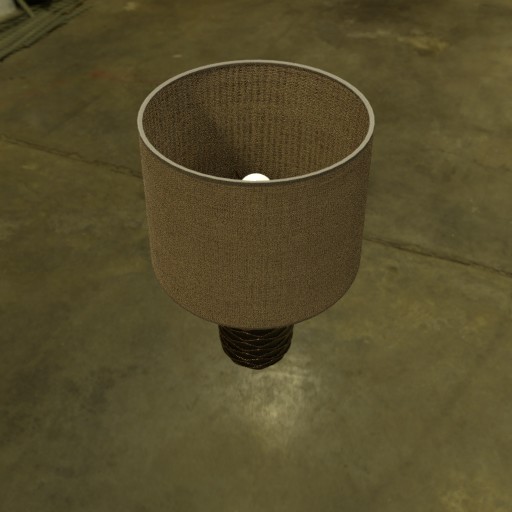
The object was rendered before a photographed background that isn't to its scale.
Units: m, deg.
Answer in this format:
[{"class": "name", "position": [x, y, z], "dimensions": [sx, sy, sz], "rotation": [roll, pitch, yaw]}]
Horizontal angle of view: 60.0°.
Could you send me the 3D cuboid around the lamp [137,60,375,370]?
[{"class": "lamp", "position": [0.000, 0.000, 0.832], "dimensions": [0.376, 0.594, 0.376], "rotation": [0, 47, 0]}]
